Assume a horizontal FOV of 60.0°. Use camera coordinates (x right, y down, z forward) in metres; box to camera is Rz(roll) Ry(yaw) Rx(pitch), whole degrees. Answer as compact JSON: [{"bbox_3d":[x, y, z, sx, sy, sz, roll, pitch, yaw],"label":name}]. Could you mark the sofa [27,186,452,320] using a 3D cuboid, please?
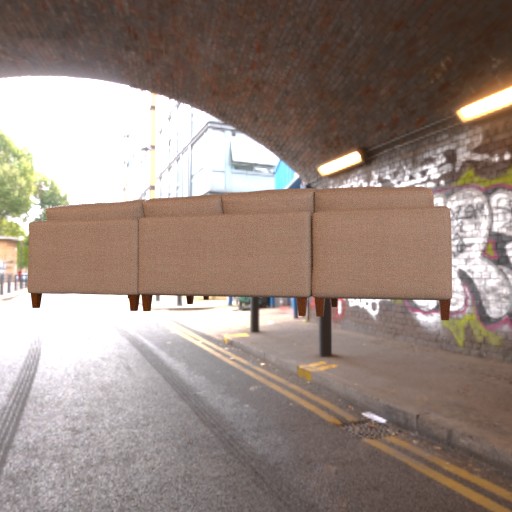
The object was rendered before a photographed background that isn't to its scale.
[{"bbox_3d":[0.000,0.000,4.594,3.460,0.961,2.594,-1,-2,17],"label":"sofa"}]
